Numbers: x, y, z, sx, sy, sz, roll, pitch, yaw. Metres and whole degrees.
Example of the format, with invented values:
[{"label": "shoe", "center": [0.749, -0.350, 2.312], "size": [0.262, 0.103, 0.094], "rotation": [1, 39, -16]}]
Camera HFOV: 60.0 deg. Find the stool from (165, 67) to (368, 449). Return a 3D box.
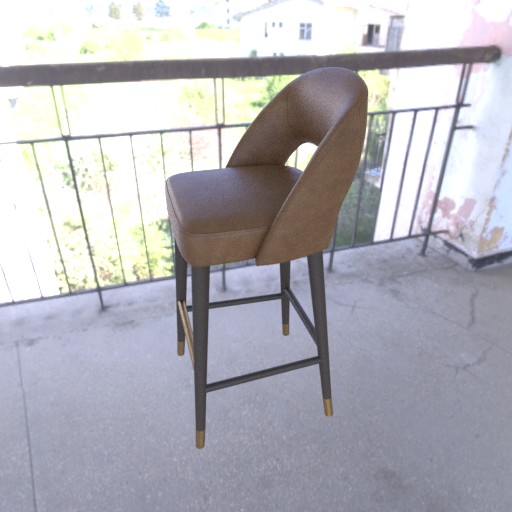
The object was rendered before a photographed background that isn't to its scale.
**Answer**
[{"label": "stool", "center": [0.000, 0.000, 1.343], "size": [0.509, 1.037, 0.494], "rotation": [-8, 31, -14]}]
